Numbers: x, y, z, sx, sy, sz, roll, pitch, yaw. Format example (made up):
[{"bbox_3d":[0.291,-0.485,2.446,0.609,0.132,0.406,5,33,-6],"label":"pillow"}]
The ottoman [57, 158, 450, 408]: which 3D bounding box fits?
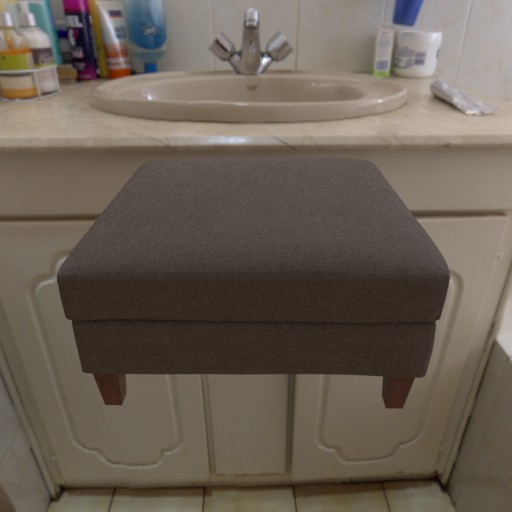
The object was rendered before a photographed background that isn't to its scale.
[{"bbox_3d":[0.000,0.000,1.407,0.881,0.482,0.861,0,29,1],"label":"ottoman"}]
